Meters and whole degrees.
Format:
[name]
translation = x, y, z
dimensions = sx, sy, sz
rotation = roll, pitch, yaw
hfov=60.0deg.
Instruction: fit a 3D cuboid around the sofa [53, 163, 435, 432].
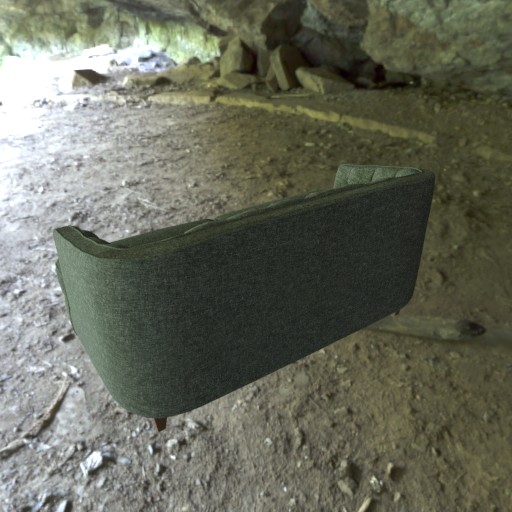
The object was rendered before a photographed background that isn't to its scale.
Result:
[sofa]
translation = 0.000, 0.000, 2.214
dimensions = 1.733, 0.855, 0.941
rotation = -18, 33, -30
